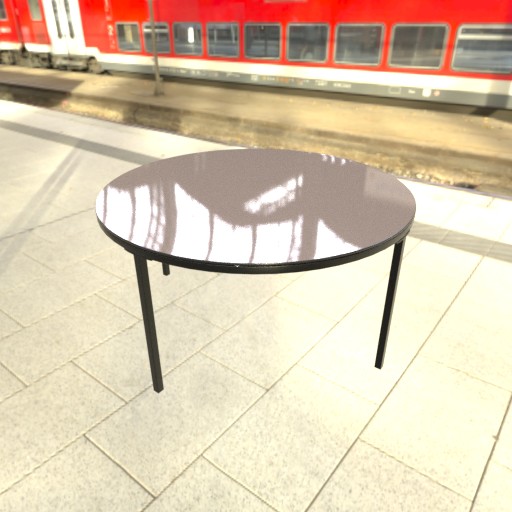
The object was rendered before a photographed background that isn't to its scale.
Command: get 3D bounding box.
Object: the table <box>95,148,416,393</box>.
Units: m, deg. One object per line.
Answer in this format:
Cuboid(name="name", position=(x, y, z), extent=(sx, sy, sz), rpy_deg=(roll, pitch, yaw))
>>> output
Cuboid(name="table", position=(0.000, 0.000, 1.250), extent=(0.800, 0.400, 0.800), rpy_deg=(0, 28, 0))
